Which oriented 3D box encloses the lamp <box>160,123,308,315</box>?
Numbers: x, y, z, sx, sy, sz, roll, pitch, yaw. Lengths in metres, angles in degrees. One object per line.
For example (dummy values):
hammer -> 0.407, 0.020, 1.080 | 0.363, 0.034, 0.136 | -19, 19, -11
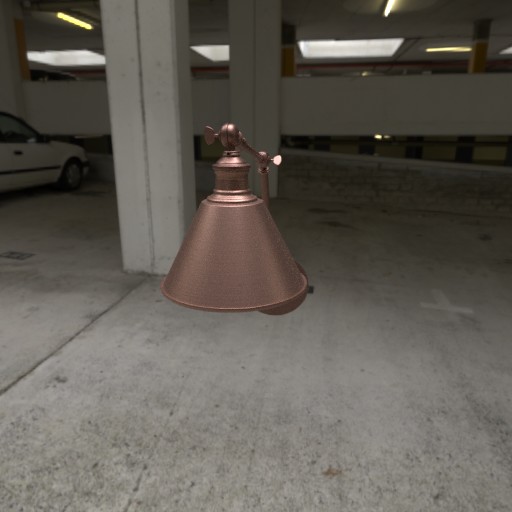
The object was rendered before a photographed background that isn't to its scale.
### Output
lamp -> 0.000, 0.000, 0.879 | 0.223, 0.502, 0.624 | 3, 16, 9
